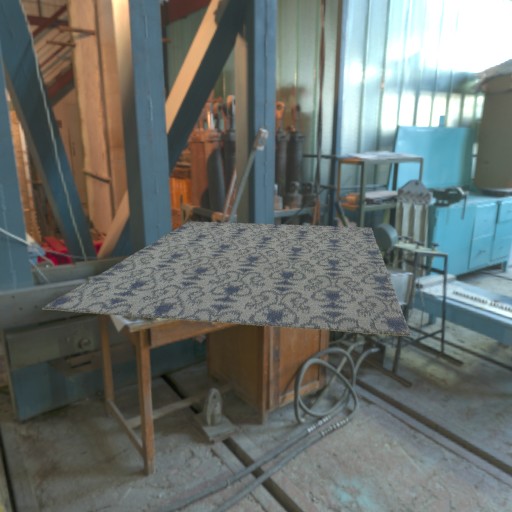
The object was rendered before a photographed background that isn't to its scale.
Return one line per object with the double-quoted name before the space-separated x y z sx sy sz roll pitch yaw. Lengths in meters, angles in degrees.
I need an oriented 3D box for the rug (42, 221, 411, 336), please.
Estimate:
"rug" 0.000 0.000 4.348 2.437 0.015 3.205 3 16 10
